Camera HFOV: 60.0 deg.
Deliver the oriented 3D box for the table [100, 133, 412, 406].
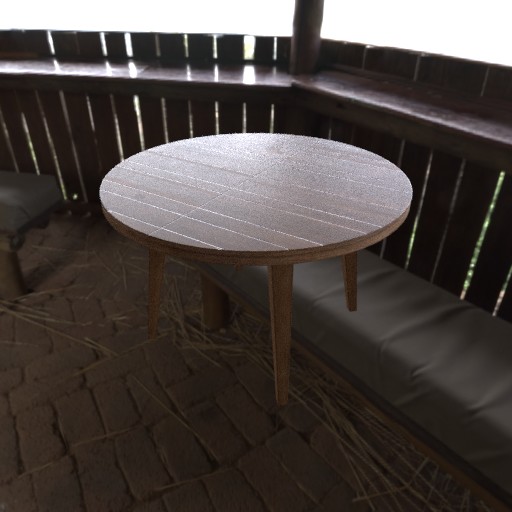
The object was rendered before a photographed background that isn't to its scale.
[{"bbox_3d":[0.000,0.000,1.993,1.213,0.764,1.213,0,31,0],"label":"table"}]
